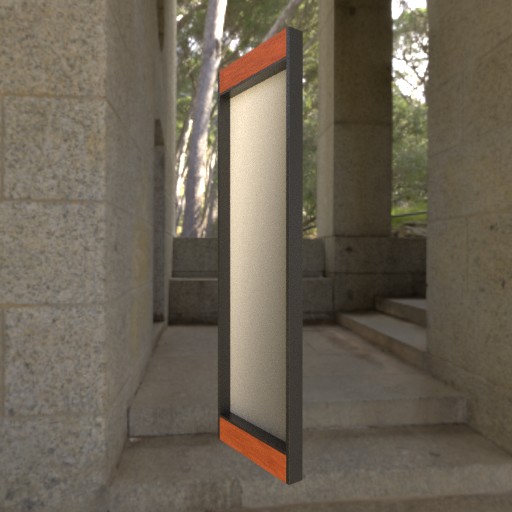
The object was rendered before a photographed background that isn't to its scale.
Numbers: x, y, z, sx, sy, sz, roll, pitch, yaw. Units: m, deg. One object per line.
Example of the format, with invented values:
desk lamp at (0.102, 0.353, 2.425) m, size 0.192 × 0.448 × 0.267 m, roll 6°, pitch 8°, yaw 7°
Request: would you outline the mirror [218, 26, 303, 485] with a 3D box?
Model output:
mirror at (0.000, 0.000, 1.236) m, size 0.047 × 1.123 × 0.343 m, roll 0°, pitch 0°, yaw -35°
